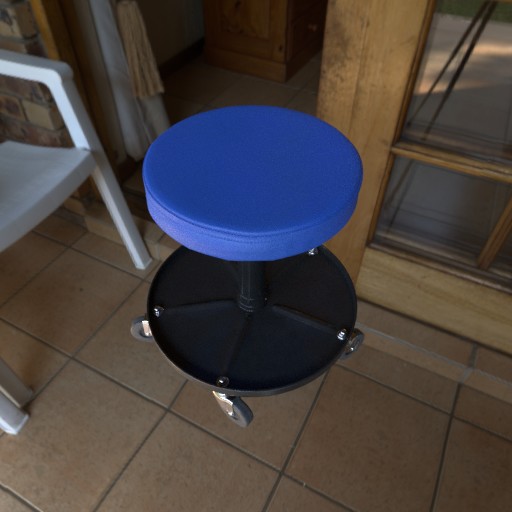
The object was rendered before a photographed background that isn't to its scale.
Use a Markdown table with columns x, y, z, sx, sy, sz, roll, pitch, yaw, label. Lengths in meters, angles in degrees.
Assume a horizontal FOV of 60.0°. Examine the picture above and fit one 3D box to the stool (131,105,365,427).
| x | y | z | sx | sy | sz | roll | pitch | yaw | label |
| --- | --- | --- | --- | --- | --- | --- | --- | --- | --- |
| 0.000 | 0.000 | 0.680 | 0.381 | 0.365 | 0.382 | 16 | 49 | 15 | stool |
